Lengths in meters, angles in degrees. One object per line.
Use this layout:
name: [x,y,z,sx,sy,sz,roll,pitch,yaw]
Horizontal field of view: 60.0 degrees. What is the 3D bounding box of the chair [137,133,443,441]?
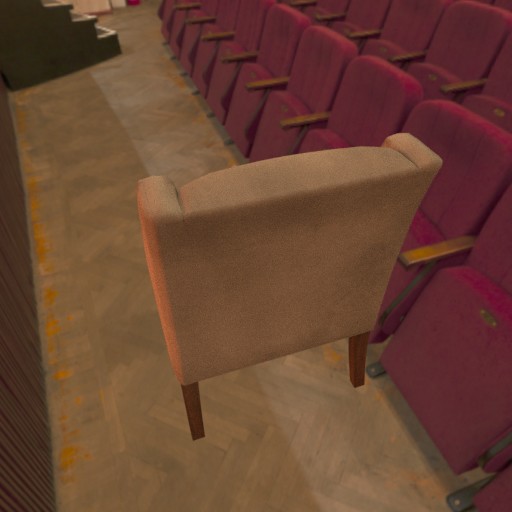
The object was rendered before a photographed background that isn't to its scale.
chair: [0.000,0.000,1.339,0.629,0.895,0.629,-13,43,-14]
